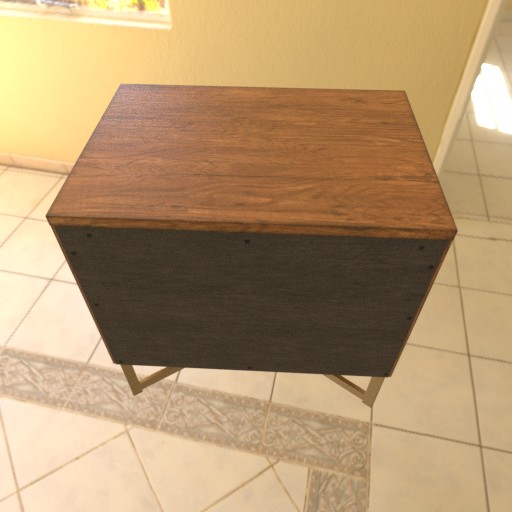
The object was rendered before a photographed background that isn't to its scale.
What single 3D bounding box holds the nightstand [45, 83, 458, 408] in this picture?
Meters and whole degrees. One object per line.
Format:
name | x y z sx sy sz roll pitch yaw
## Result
nightstand | 0.000 0.000 1.026 0.610 0.610 0.446 2 47 2
